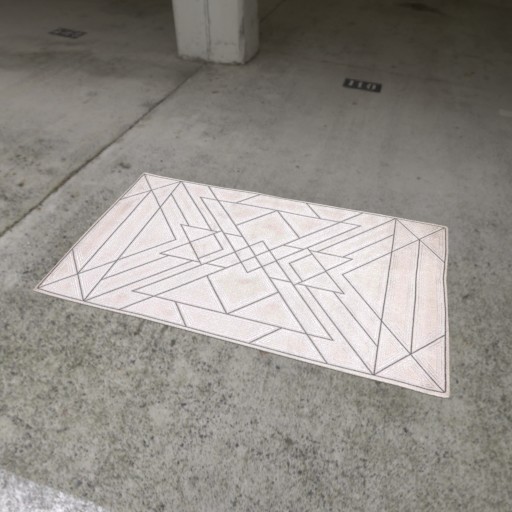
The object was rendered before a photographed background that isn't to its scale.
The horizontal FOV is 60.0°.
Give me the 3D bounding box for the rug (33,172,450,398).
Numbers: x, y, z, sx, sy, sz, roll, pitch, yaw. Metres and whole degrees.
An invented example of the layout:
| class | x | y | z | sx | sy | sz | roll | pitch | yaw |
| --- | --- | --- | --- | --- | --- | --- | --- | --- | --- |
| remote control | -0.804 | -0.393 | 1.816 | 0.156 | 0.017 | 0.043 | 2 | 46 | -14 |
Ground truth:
| class | x | y | z | sx | sy | sz | roll | pitch | yaw |
| --- | --- | --- | --- | --- | --- | --- | --- | --- | --- |
| rug | 0.000 | 0.000 | 1.050 | 0.869 | 0.008 | 0.511 | 12 | 43 | 13 |
